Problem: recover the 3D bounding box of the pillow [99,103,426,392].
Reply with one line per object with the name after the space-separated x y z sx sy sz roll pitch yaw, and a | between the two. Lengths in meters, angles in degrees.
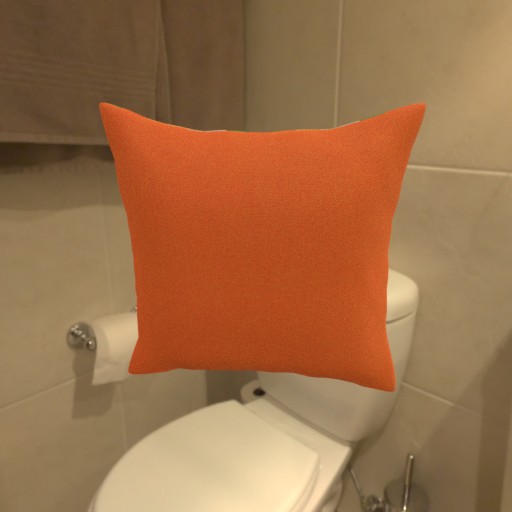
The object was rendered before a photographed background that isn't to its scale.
0.000 0.000 0.677 0.453 0.444 0.169 2 18 6 | pillow
